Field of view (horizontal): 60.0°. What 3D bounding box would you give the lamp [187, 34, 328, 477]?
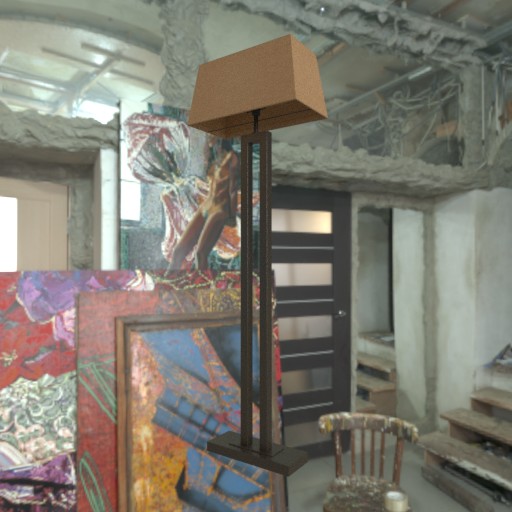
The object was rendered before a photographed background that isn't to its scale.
[{"bbox_3d":[0.000,0.000,1.637,0.475,1.469,0.233,-1,-1,35],"label":"lamp"}]
